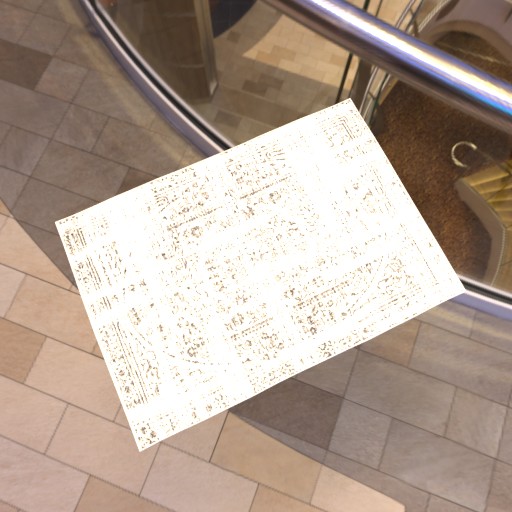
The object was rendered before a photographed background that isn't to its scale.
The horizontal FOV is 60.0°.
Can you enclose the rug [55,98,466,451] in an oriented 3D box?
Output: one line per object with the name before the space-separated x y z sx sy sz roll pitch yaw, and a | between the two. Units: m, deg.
rug | 0.000 0.000 3.136 2.438 0.026 1.706 -24 76 -6
